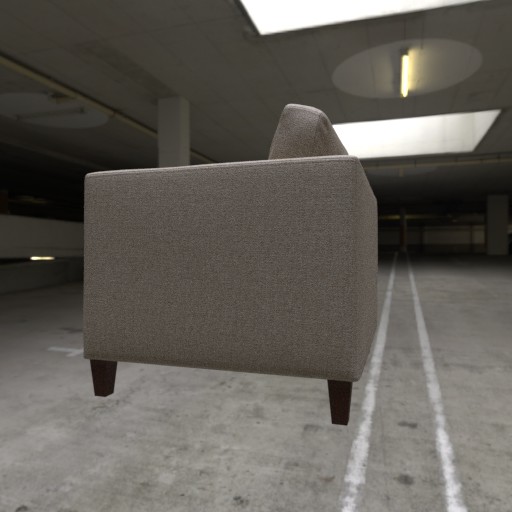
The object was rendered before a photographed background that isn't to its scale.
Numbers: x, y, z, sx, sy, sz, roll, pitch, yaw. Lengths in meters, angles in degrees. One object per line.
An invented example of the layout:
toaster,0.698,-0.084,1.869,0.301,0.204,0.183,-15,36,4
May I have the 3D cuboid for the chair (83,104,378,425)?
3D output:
chair,0.000,0.000,1.874,0.959,0.961,1.107,0,0,18
